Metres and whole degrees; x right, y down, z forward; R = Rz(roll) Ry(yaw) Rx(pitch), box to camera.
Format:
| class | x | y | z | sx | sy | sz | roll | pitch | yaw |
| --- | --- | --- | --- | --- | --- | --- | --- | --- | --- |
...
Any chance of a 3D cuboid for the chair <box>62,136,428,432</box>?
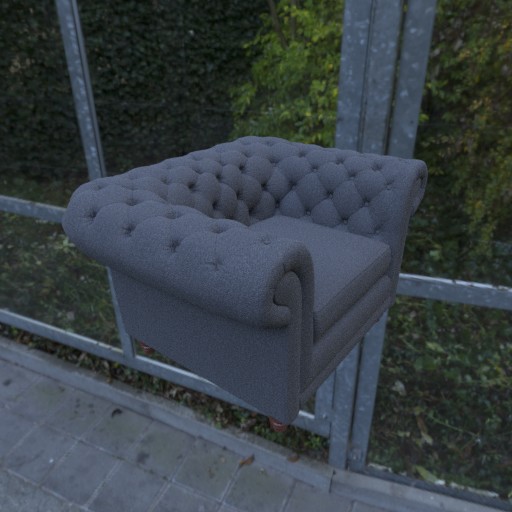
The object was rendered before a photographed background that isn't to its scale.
| class | x | y | z | sx | sy | sz | roll | pitch | yaw |
| --- | --- | --- | --- | --- | --- | --- | --- | --- | --- |
| chair | 0.000 | 0.000 | 1.897 | 0.976 | 0.770 | 1.270 | 19 | 33 | 32 |
